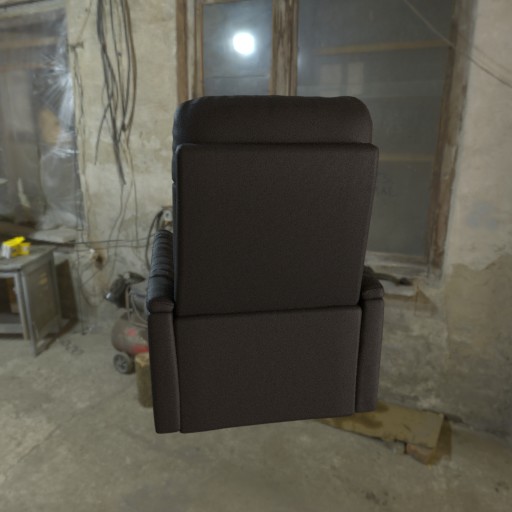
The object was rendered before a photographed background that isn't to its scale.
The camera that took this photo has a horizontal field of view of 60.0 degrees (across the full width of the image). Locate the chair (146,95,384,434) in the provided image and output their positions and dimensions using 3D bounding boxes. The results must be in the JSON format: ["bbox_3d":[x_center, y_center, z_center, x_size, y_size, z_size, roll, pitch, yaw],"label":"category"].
[{"bbox_3d":[0.000,0.000,1.643,0.775,1.082,0.831,-3,15,-9],"label":"chair"}]
